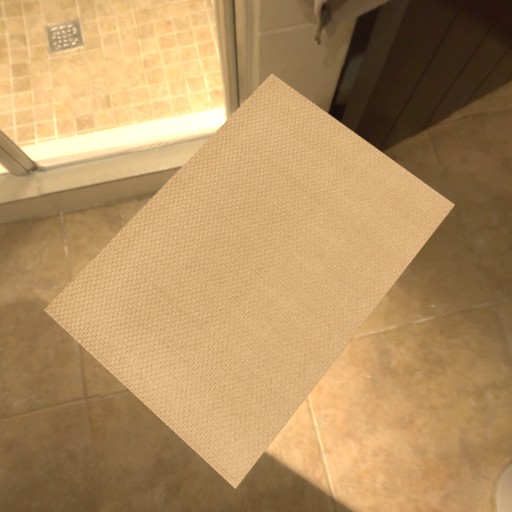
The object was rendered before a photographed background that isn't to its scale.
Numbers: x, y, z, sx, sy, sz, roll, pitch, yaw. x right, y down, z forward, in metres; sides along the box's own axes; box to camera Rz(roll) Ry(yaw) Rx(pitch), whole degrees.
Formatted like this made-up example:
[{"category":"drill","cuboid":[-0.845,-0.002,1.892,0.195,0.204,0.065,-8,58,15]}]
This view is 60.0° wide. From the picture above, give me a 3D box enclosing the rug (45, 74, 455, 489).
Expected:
[{"category":"rug","cuboid":[0.000,0.000,2.736,1.509,0.013,2.144,39,79,9]}]
